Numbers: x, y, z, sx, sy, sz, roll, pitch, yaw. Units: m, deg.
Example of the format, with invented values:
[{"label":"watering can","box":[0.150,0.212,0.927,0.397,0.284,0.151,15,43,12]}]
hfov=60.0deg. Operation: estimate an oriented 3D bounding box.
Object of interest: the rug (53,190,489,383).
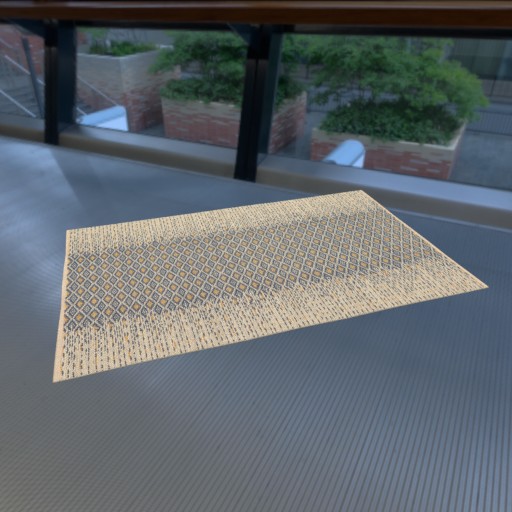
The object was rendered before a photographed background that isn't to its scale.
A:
[{"label":"rug","box":[0.000,0.000,2.970,2.448,0.008,1.541,-10,33,-15]}]
